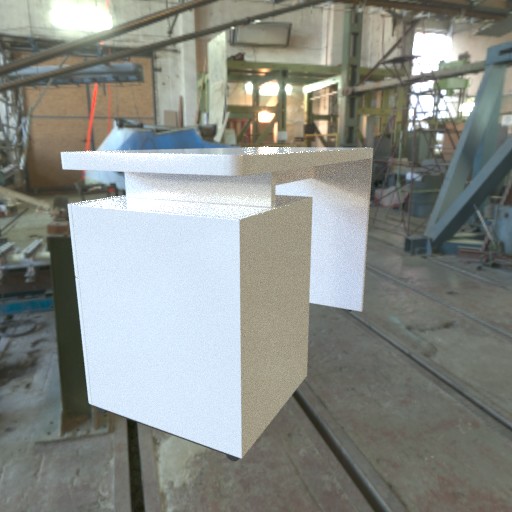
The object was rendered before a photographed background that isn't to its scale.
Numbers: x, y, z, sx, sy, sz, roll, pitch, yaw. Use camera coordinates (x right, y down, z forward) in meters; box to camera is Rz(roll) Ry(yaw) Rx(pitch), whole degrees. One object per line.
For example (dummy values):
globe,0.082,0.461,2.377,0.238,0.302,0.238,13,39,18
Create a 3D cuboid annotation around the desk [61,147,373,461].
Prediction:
desk,0.000,0.000,1.624,0.550,0.760,1.200,7,16,26
